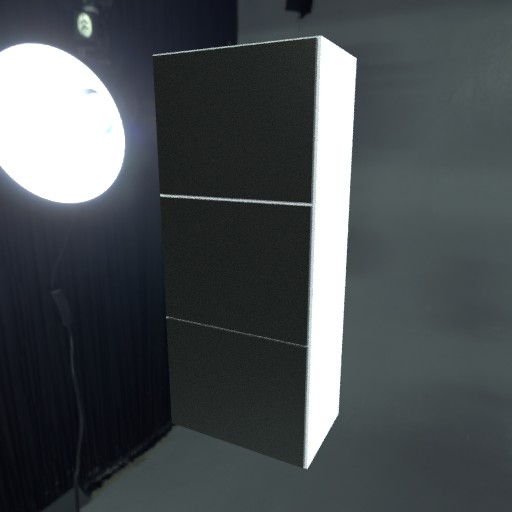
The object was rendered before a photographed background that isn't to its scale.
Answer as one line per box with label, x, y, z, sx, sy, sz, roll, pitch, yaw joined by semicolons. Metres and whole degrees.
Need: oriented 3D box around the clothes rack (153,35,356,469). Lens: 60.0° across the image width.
clothes rack;0.000;0.000;1.423;0.500;1.187;0.330;7;16;26
